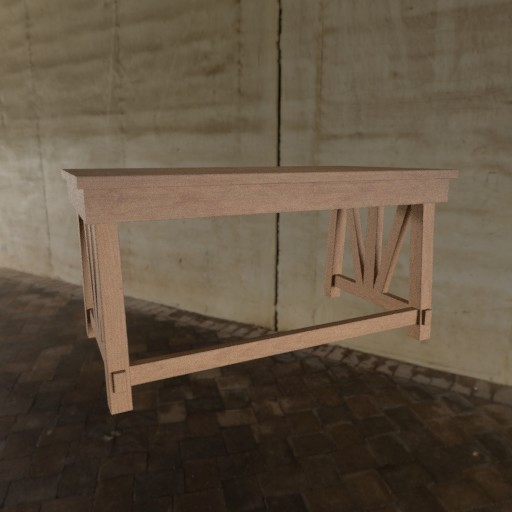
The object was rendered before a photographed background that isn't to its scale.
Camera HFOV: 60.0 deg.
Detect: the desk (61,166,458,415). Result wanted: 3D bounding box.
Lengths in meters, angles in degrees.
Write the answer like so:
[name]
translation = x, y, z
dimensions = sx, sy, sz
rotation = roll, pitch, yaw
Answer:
[desk]
translation = 0.000, 0.000, 1.984
dimensions = 1.499, 0.762, 0.813
rotation = -6, 14, -25
